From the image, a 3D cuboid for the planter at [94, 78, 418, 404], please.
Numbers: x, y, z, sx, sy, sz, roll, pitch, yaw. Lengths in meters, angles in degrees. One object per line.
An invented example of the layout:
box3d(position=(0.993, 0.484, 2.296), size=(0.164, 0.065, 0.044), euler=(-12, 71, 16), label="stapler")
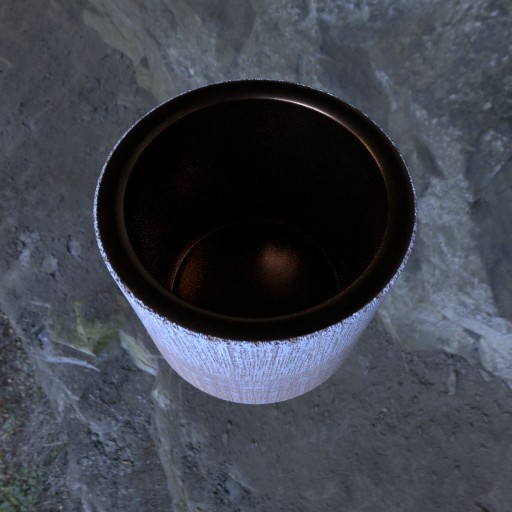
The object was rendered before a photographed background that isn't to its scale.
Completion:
box3d(position=(0.000, 0.000, 0.189), size=(0.109, 0.096, 0.109), euler=(0, 62, 0), label="planter")
